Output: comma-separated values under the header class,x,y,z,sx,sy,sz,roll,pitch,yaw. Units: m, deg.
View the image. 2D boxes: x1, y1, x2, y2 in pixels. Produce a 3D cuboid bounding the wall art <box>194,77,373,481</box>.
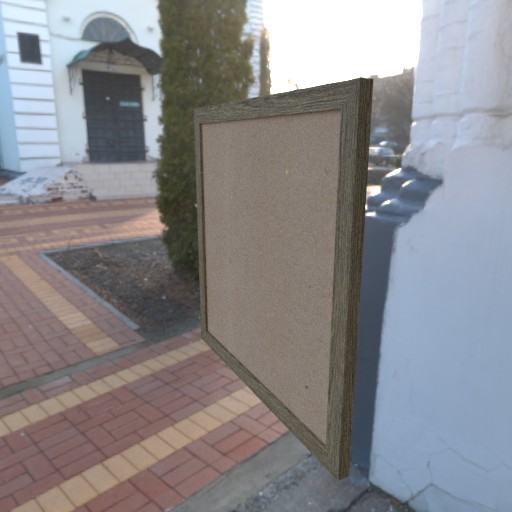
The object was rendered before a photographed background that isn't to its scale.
class,x,y,z,sx,sy,sz,roll,pitch,yaw
wall art,0.000,0.000,0.755,0.019,0.508,0.508,-7,16,-27
